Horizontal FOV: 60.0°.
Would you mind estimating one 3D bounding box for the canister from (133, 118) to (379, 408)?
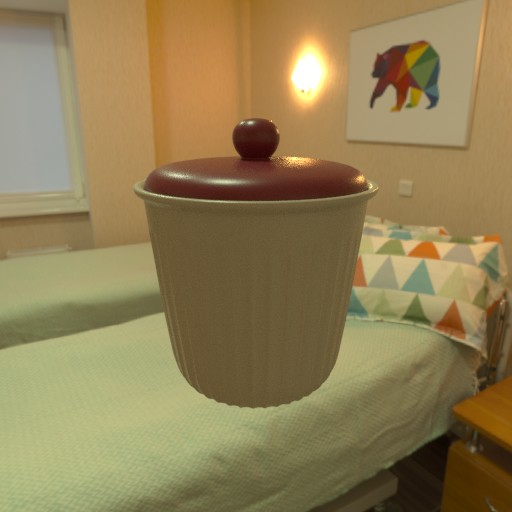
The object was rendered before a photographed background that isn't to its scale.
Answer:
[{"bbox_3d":[0.000,0.000,0.355,0.181,0.211,0.181,0,17,0],"label":"canister"}]
